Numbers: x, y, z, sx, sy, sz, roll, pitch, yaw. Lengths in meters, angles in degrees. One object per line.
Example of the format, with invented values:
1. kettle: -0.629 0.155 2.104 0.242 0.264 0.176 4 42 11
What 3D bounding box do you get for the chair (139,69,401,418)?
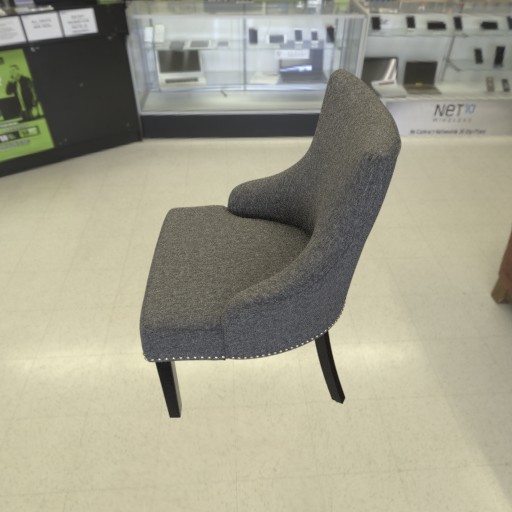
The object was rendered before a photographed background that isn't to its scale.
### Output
1. chair: 0.000 0.000 1.298 0.629 0.909 0.566 -1 40 -1
